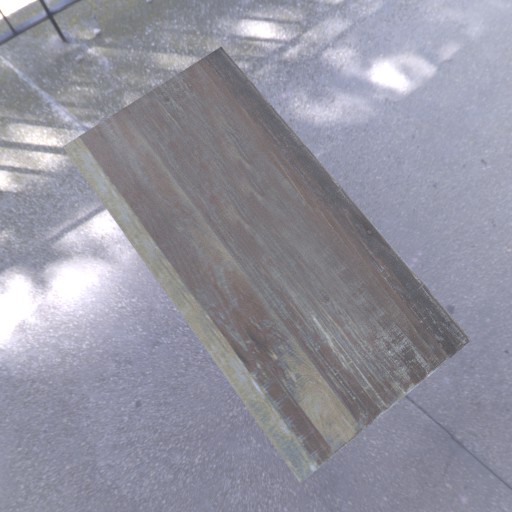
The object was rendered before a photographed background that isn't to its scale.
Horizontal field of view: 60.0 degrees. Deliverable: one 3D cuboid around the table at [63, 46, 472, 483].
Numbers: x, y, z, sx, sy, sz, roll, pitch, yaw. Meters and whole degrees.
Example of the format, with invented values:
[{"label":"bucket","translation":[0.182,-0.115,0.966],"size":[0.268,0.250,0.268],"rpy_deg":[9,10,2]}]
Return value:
[{"label":"table","translation":[0.000,0.000,1.383],"size":[0.554,0.399,1.088],"rpy_deg":[-36,79,-8]}]
